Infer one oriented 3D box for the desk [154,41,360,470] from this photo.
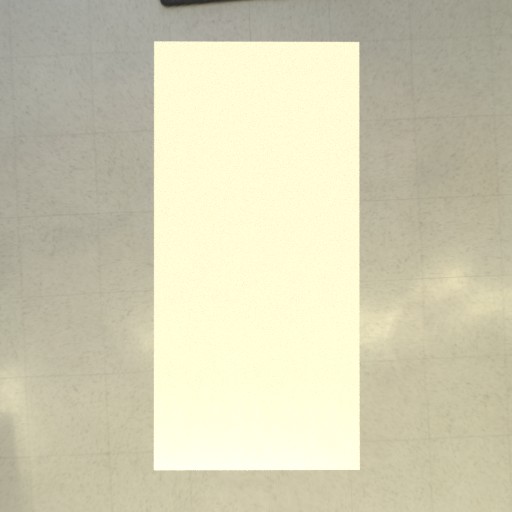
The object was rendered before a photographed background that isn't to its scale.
[{"bbox_3d":[0.000,0.000,1.374,0.491,0.723,0.979,0,90,0],"label":"desk"}]
